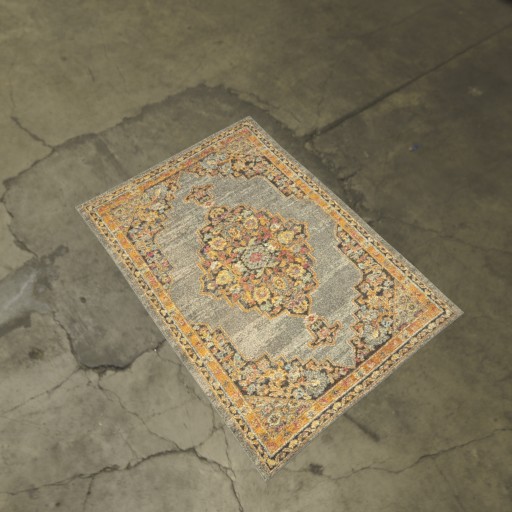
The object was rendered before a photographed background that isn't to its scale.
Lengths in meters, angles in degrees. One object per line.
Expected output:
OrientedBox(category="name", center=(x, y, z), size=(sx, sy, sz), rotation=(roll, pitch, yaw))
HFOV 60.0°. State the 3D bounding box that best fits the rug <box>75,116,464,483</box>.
OrientedBox(category="rug", center=(0.000, 0.000, 4.078), size=(2.158, 0.024, 3.063), rotation=(-33, 64, -18))
